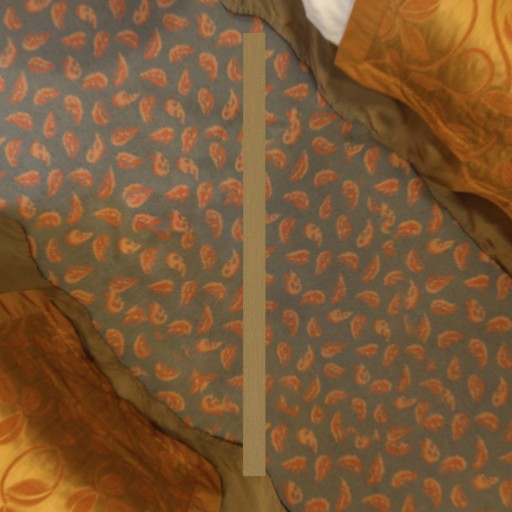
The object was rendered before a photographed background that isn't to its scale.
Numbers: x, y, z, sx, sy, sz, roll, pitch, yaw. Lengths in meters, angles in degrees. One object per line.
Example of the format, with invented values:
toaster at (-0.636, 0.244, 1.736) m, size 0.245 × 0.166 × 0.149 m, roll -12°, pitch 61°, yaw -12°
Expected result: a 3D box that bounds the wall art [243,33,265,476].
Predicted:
wall art at (0.000, 0.000, 1.141) m, size 0.038 × 0.758 × 0.761 m, roll 0°, pitch 89°, yaw 0°
